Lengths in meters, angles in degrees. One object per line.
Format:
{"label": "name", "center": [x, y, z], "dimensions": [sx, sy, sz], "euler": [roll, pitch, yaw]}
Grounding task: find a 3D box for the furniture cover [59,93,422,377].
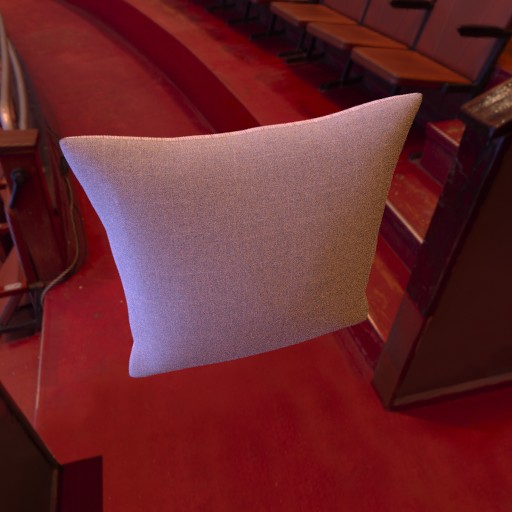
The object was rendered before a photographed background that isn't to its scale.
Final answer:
{"label": "furniture cover", "center": [0.000, 0.000, 0.757], "dimensions": [0.512, 0.506, 0.178], "euler": [-11, 42, -13]}
